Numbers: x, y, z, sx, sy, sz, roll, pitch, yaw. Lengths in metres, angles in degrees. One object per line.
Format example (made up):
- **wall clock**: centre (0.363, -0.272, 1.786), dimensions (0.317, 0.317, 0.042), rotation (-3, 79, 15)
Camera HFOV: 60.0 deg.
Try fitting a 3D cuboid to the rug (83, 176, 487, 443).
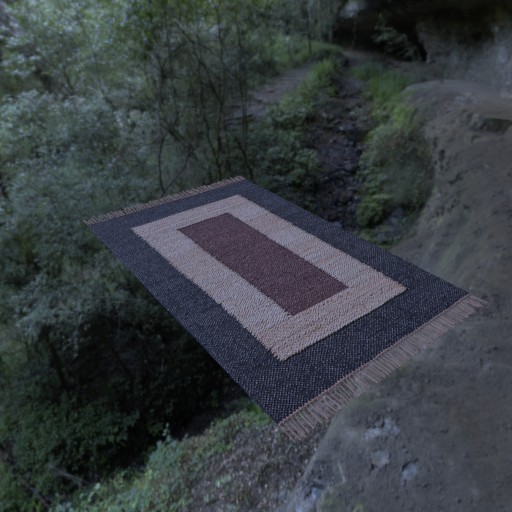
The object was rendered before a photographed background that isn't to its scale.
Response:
- **rug**: centre (0.000, 0.000, 2.445), dimensions (1.224, 0.027, 2.021), rotation (-22, 38, -31)
